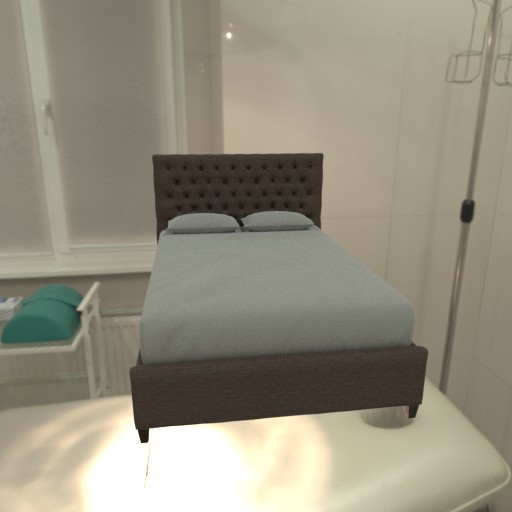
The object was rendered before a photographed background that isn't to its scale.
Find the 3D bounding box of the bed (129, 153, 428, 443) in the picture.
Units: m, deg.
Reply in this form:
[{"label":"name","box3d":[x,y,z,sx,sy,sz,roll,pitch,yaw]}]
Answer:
[{"label":"bed","box3d":[0.000,0.000,3.473,1.698,1.427,2.387,-2,17,-8]}]
